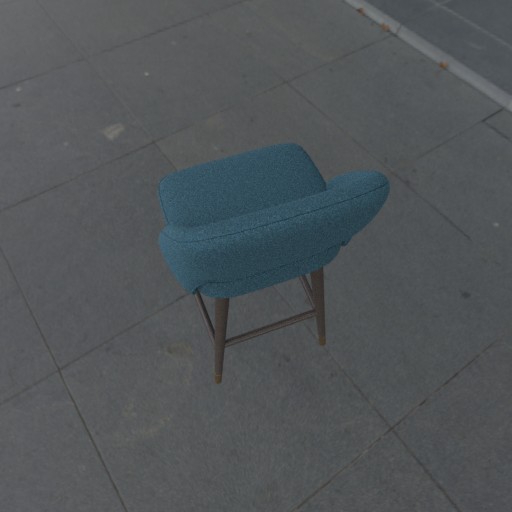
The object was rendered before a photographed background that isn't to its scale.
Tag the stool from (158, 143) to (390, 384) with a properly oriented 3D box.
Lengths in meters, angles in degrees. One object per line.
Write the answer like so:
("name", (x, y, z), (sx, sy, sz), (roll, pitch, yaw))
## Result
("stool", (0.000, 0.000, 1.377), (0.536, 1.032, 0.522), (-17, 60, -11))
